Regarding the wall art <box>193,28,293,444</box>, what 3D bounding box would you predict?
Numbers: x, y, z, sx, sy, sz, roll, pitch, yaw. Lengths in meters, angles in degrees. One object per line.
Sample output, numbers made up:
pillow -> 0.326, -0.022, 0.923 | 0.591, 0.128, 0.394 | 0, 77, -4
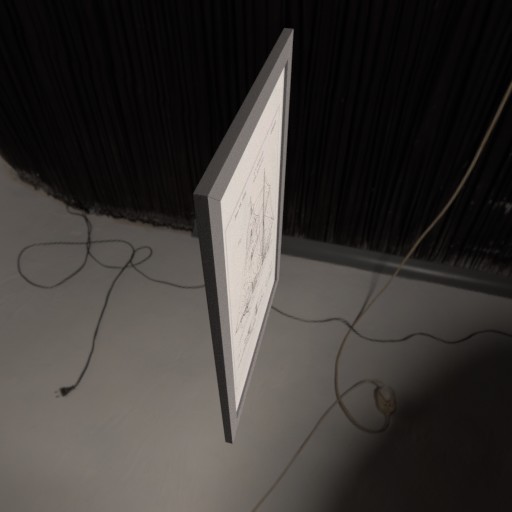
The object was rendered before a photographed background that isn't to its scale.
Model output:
wall art -> 0.000, 0.000, 0.684 | 0.013, 0.534, 0.380 | 10, 47, 10
